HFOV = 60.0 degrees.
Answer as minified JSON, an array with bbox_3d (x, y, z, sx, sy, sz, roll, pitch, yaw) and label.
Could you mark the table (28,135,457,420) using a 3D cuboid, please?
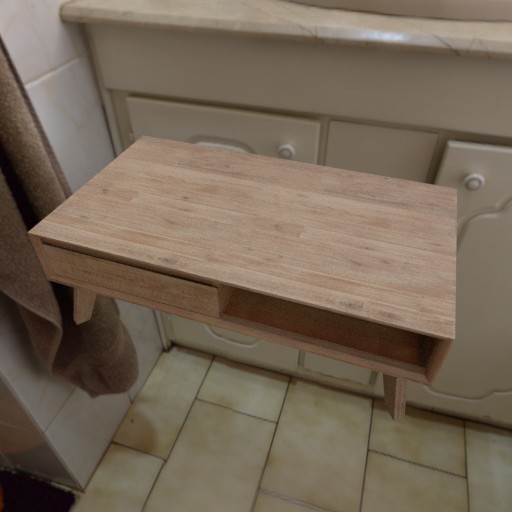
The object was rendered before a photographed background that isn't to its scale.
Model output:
[{"bbox_3d":[0.000,0.000,2.066,1.619,0.531,0.918,13,43,14],"label":"table"}]
